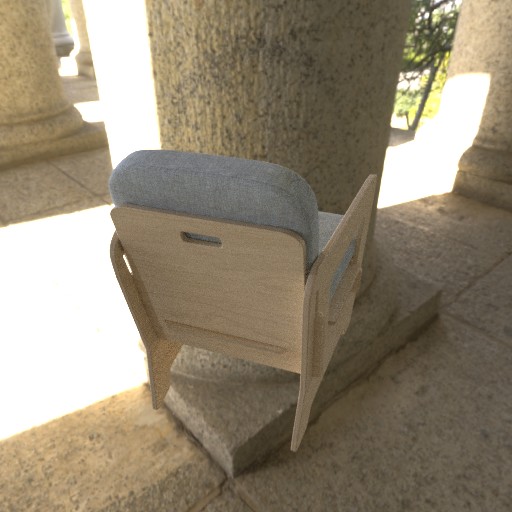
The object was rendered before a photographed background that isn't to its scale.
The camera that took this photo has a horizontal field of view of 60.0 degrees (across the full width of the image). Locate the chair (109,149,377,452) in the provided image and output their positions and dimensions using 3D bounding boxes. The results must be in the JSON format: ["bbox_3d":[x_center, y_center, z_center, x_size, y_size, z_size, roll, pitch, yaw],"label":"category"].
[{"bbox_3d":[0.000,0.000,1.294,0.590,0.800,0.710,10,33,16],"label":"chair"}]
